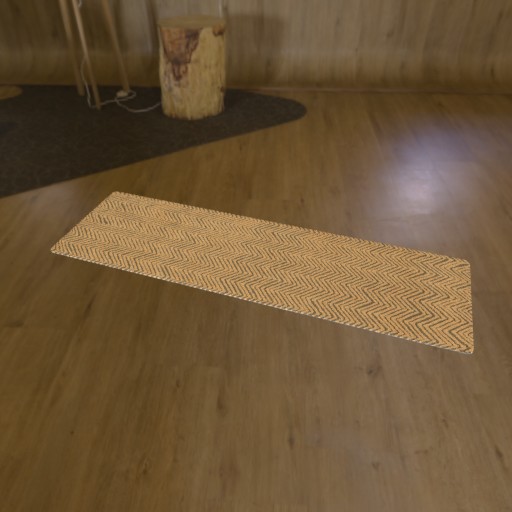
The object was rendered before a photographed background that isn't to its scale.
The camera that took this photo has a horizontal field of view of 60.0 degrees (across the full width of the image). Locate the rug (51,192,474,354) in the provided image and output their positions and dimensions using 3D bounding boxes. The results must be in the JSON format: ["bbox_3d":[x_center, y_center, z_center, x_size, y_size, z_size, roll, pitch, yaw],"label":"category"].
[{"bbox_3d":[0.000,0.000,2.511,2.286,0.008,0.686,12,41,14],"label":"rug"}]
